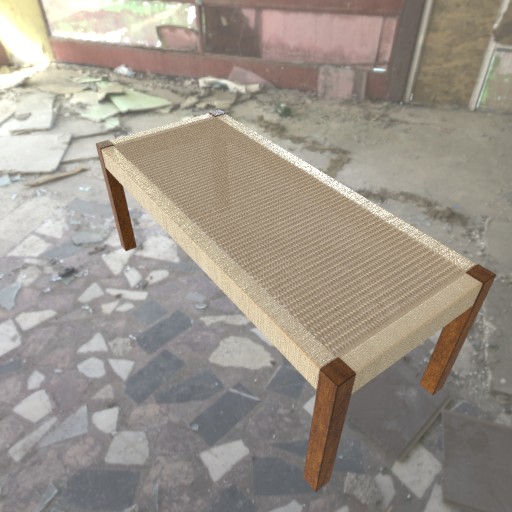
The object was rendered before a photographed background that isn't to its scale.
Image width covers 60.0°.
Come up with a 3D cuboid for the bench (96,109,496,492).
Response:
[{"bbox_3d":[0.000,0.000,1.429,0.507,0.457,1.198,-25,46,-27],"label":"bench"}]
